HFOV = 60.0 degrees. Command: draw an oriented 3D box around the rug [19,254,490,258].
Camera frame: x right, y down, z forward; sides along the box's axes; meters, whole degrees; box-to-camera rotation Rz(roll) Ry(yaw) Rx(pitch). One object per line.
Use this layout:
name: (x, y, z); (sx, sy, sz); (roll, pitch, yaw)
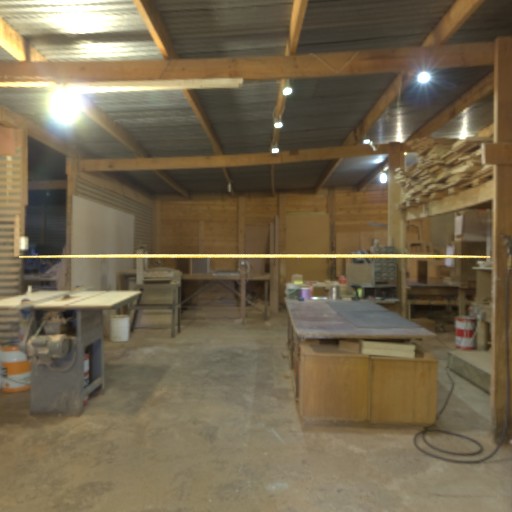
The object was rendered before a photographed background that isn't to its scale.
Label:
rug: (0.000, 0.000, 3.024); (2.424, 0.010, 1.511); (0, 1, 1)
